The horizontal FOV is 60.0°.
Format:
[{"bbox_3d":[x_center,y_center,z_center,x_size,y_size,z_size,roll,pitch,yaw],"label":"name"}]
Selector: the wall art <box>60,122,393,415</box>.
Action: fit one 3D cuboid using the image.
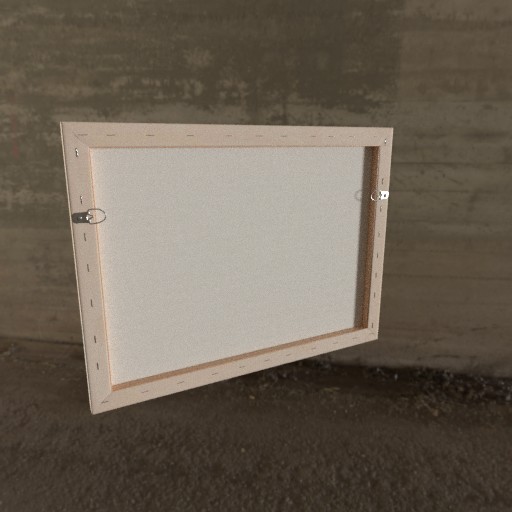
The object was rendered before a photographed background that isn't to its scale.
[{"bbox_3d":[0.000,0.000,1.613,1.219,0.912,0.042,-8,16,-27],"label":"wall art"}]
